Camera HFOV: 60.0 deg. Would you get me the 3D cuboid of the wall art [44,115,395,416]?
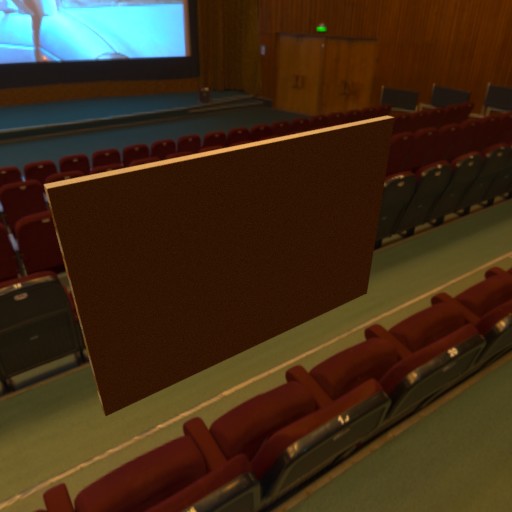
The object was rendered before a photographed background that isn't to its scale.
[{"bbox_3d":[0.000,0.000,1.191,0.932,0.610,0.027,-19,36,-29],"label":"wall art"}]
